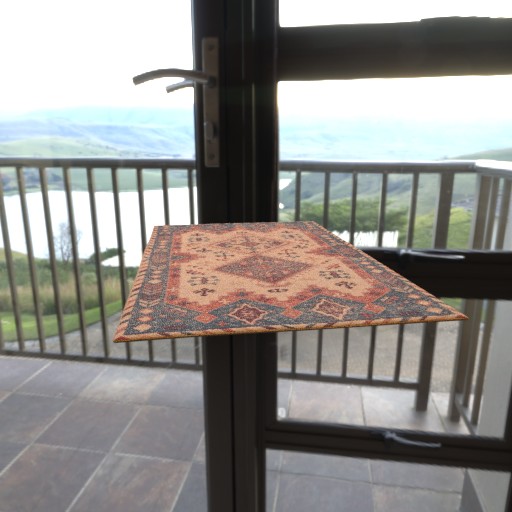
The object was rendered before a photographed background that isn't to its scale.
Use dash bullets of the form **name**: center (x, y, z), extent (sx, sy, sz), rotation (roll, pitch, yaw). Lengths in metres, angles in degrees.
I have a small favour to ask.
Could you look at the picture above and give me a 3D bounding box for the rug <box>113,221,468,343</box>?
- **rug**: center (0.000, 0.000, 3.013), extent (1.521, 0.023, 2.464), rotation (-2, 15, -9)
